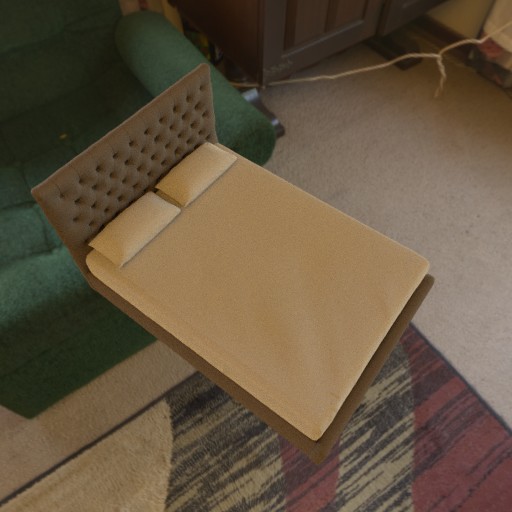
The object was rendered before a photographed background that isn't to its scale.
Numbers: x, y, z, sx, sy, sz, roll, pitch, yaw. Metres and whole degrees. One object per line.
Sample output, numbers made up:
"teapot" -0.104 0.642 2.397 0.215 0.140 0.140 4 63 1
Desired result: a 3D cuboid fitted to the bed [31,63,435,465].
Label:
"bed" 0.000 0.000 3.369 2.387 1.427 1.698 33 63 19
